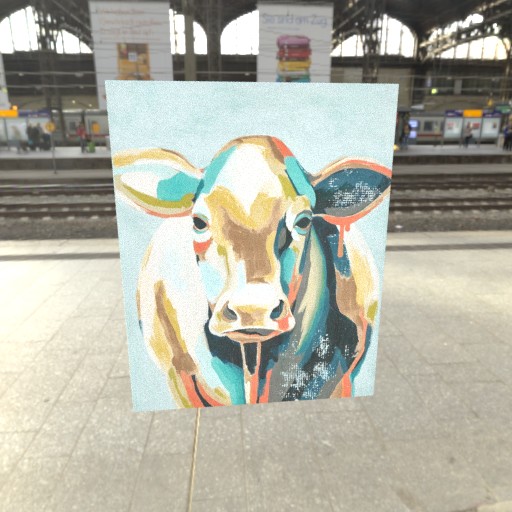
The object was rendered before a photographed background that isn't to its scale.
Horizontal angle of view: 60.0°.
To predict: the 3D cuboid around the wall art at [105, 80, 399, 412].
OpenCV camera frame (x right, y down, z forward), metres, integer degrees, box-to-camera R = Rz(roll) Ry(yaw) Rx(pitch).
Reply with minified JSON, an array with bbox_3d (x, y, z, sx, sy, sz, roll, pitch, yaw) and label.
[{"bbox_3d":[0.000,0.000,0.699,0.409,0.509,0.037,-2,16,-6],"label":"wall art"}]
